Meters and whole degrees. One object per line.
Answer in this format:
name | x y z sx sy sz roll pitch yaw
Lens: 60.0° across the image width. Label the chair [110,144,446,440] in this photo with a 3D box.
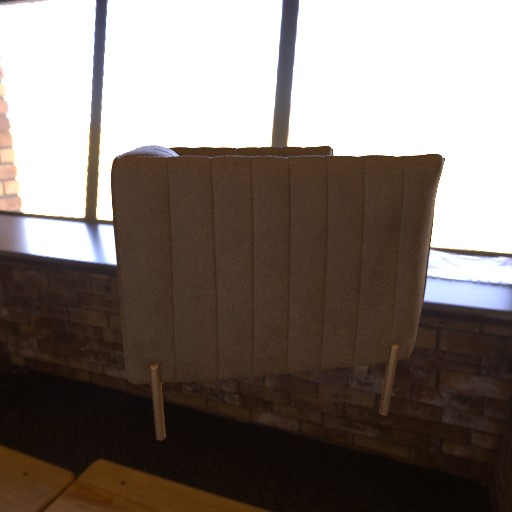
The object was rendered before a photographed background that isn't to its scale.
chair | 0.000 0.000 1.620 0.876 0.779 0.981 -3 16 -10
